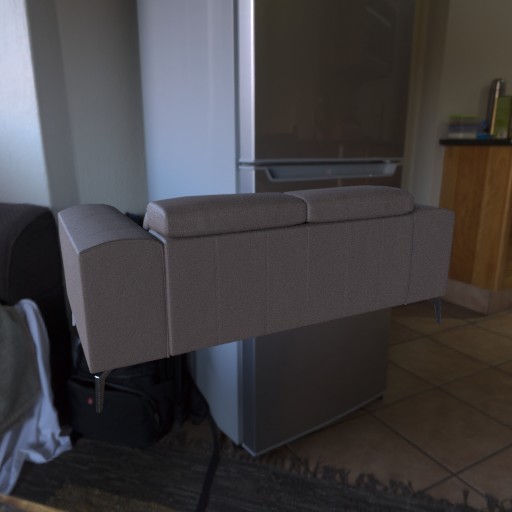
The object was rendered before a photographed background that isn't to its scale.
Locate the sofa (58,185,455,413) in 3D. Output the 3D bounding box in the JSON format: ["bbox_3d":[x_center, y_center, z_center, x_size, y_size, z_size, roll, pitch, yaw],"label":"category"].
[{"bbox_3d":[0.000,0.000,2.399,1.895,0.779,1.003,-8,17,-26],"label":"sofa"}]
